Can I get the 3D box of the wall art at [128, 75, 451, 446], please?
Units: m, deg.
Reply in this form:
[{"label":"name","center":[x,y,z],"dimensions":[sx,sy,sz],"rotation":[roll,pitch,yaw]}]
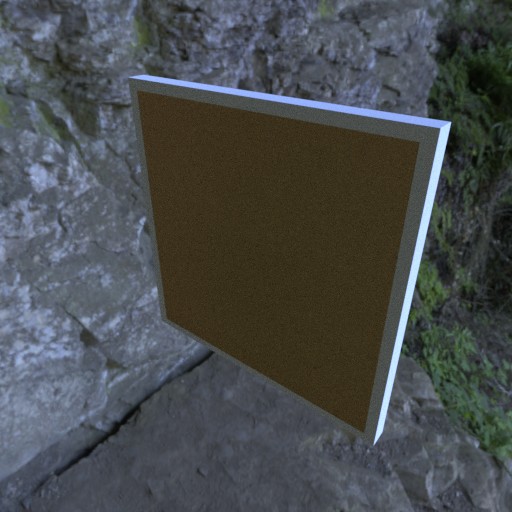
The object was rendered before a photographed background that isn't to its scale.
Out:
[{"label":"wall art","center":[0.000,0.000,0.441],"dimensions":[0.307,0.307,0.020],"rotation":[22,37,32]}]
